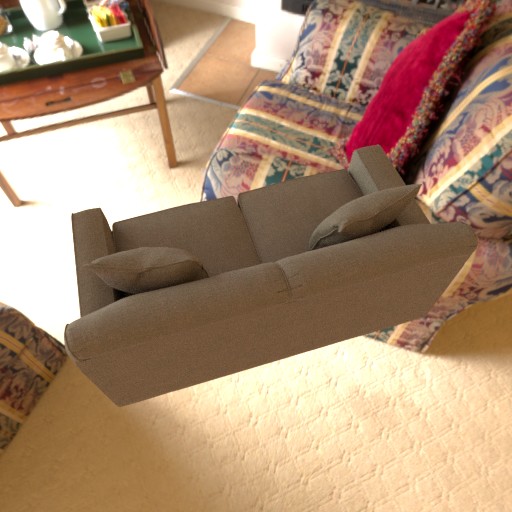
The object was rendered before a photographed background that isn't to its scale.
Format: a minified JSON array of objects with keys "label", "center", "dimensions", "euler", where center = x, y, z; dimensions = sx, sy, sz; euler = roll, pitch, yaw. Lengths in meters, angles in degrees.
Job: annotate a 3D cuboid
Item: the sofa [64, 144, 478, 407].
[{"label":"sofa","center":[0.000,0.000,2.443],"dimensions":[1.846,0.958,1.000],"euler":[-14,58,-9]}]
